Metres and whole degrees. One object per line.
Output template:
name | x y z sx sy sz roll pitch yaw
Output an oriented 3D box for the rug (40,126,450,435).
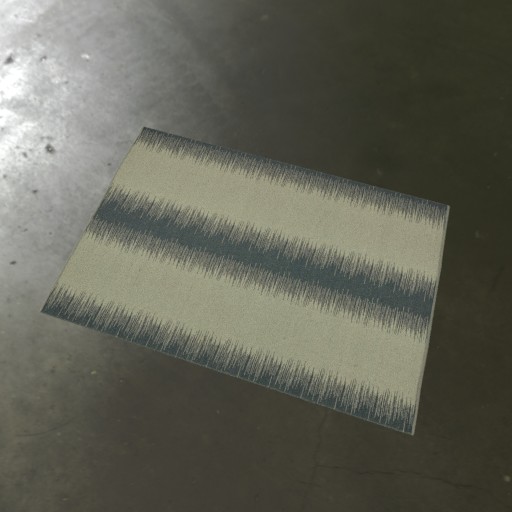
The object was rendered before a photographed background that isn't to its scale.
rug | 0.000 0.000 2.308 1.854 0.006 1.234 16 66 8
